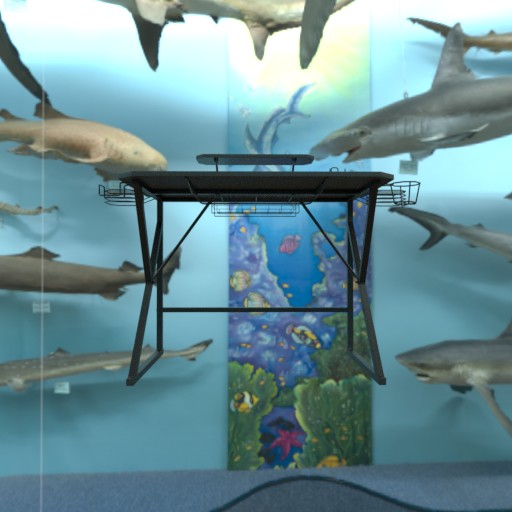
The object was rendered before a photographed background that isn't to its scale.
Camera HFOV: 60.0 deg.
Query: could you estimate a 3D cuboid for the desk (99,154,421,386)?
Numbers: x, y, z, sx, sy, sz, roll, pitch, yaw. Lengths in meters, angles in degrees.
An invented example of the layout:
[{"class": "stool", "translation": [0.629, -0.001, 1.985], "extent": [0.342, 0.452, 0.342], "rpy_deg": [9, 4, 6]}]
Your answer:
[{"class": "desk", "translation": [0.000, 0.000, 1.787], "extent": [1.290, 0.880, 0.580], "rpy_deg": [0, -1, -1]}]
